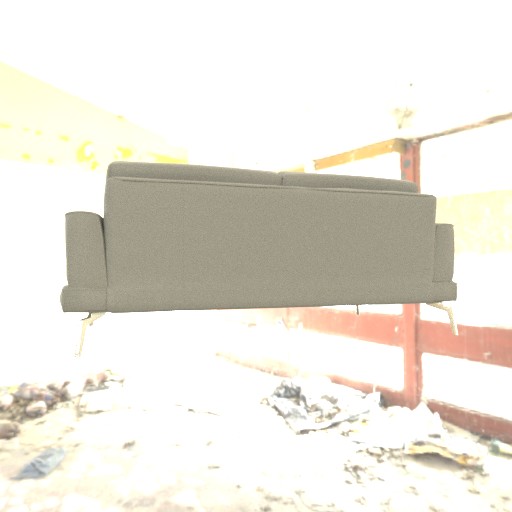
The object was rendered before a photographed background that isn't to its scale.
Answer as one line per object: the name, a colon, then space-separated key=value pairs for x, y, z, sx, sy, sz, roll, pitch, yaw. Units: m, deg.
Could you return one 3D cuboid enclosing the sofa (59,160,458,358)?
sofa: x=0.000 y=0.000 z=2.760 sx=2.177 sy=0.930 sz=1.121 roll=0 pitch=-1 yaw=-17
